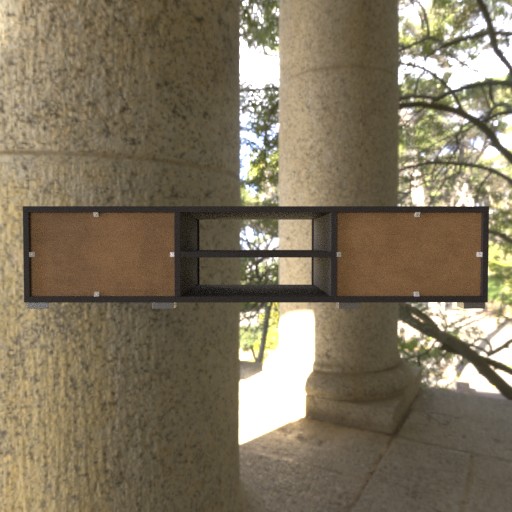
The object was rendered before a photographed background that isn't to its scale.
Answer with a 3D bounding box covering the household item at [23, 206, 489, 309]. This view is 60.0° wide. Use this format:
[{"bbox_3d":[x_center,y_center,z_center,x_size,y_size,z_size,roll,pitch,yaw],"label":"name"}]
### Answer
[{"bbox_3d":[0.000,0.000,1.544,1.400,0.310,0.420,0,2,0],"label":"household item"}]
